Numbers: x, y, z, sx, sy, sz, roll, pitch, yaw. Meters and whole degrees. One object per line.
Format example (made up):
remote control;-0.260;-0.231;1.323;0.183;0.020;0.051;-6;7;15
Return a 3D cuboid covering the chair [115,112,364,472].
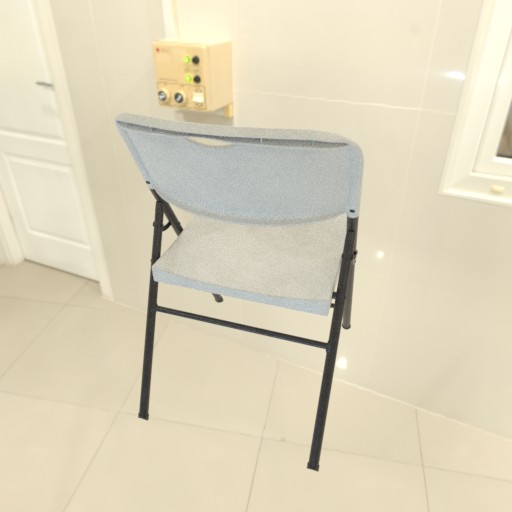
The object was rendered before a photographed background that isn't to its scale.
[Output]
chair;0.000;0.000;1.123;0.494;0.810;0.566;10;34;15
